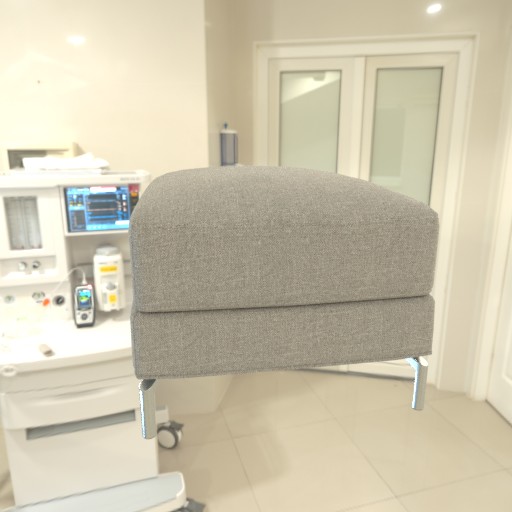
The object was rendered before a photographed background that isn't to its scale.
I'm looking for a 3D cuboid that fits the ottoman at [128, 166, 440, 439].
[{"bbox_3d":[0.000,0.000,1.176,0.584,0.457,0.838,-2,15,-9],"label":"ottoman"}]
